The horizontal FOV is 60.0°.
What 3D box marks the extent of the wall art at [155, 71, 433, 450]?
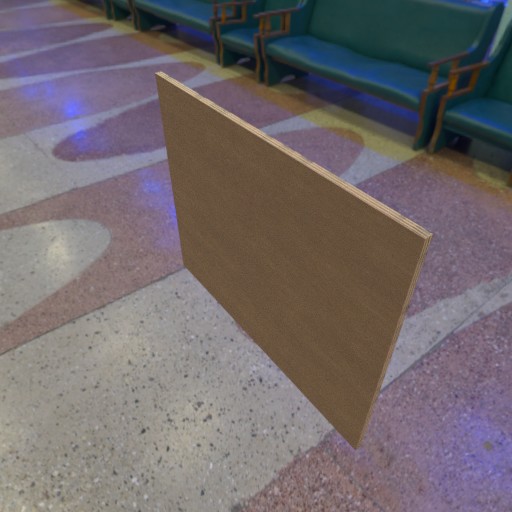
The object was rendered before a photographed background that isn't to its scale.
[{"bbox_3d":[0.000,0.000,0.677,0.012,0.408,0.508,-27,48,-27],"label":"wall art"}]
